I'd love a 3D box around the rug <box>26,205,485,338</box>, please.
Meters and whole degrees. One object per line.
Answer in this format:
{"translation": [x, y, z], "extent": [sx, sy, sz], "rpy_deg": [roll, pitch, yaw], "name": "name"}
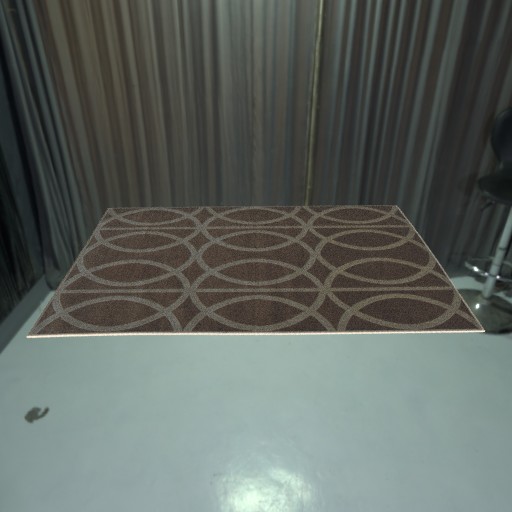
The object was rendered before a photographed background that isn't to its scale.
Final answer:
{"translation": [0.000, 0.000, 2.850], "extent": [2.290, 0.014, 1.526], "rpy_deg": [-1, 31, -1], "name": "rug"}
